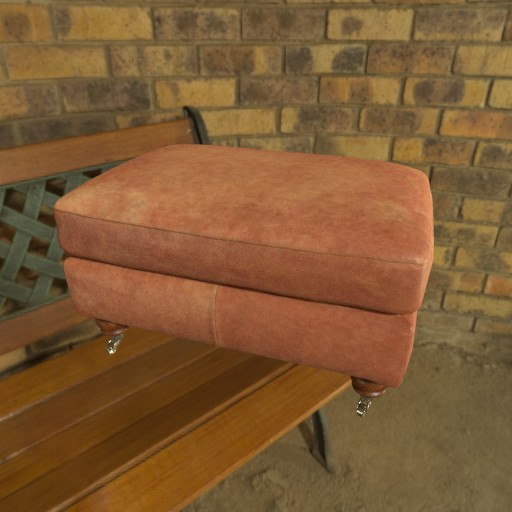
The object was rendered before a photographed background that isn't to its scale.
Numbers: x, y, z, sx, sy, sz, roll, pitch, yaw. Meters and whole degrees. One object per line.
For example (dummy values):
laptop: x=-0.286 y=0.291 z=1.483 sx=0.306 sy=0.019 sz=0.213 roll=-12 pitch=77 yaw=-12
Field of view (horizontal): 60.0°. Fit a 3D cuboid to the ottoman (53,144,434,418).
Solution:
ottoman: x=0.000 y=0.000 z=1.199 sx=0.852 sy=0.507 sz=0.565 roll=9 pitch=29 yaw=17
